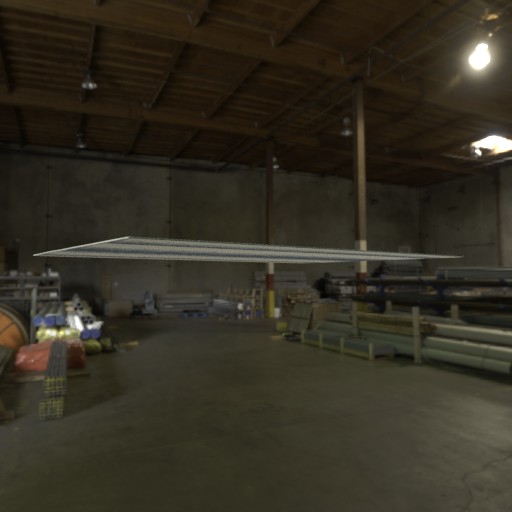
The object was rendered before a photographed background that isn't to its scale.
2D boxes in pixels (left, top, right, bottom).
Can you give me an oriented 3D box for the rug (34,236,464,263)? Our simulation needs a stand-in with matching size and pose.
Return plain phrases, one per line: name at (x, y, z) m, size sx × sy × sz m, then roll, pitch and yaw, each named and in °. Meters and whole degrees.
rug at (0.000, 0.000, 2.275) m, size 1.854 × 0.006 × 1.234 m, roll 2°, pitch -4°, yaw -38°
